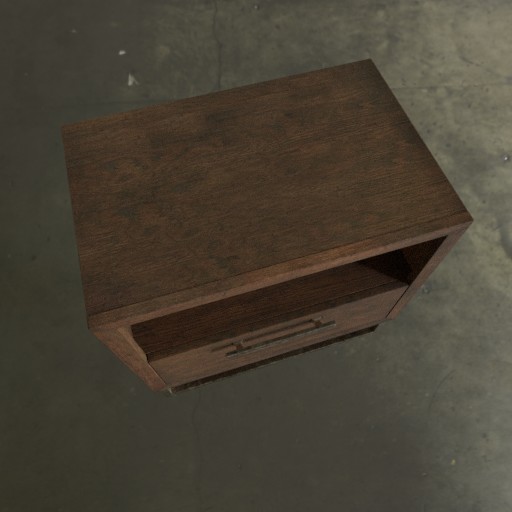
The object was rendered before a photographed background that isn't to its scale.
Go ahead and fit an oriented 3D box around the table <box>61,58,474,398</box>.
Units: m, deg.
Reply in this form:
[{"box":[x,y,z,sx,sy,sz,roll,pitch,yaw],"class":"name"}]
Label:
[{"box":[0.000,0.000,1.269,0.767,0.746,0.542,-15,63,-8],"class":"table"}]
